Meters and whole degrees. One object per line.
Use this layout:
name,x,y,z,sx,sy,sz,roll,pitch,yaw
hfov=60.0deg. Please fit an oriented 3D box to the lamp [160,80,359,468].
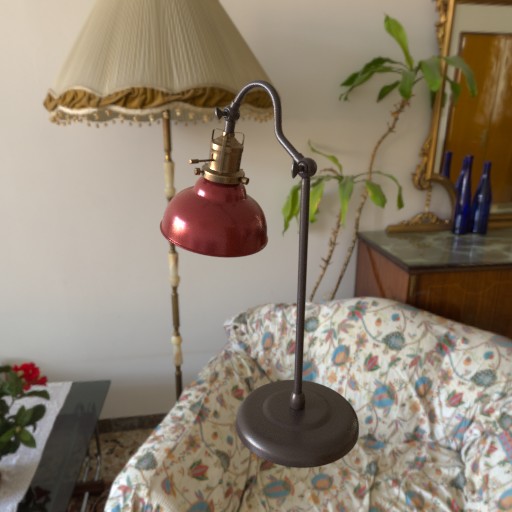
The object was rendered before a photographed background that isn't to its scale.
lamp,0.000,0.000,0.686,0.192,0.508,0.374,-16,23,-42
